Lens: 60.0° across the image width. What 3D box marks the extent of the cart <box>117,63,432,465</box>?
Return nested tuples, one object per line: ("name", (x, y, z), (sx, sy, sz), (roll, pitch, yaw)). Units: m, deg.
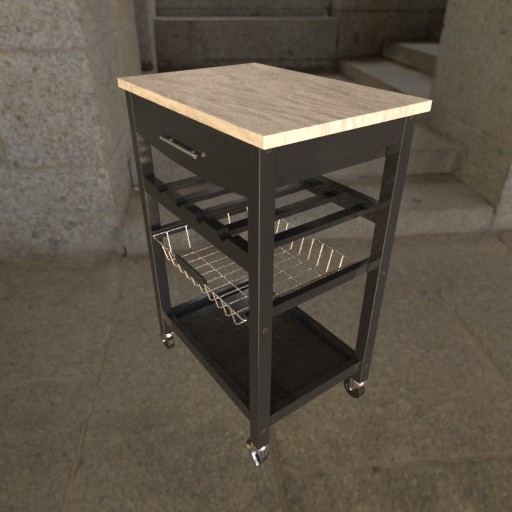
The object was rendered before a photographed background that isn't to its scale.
("cart", (0.000, 0.000, 1.160), (0.403, 0.839, 0.584), (-21, 37, -30))
